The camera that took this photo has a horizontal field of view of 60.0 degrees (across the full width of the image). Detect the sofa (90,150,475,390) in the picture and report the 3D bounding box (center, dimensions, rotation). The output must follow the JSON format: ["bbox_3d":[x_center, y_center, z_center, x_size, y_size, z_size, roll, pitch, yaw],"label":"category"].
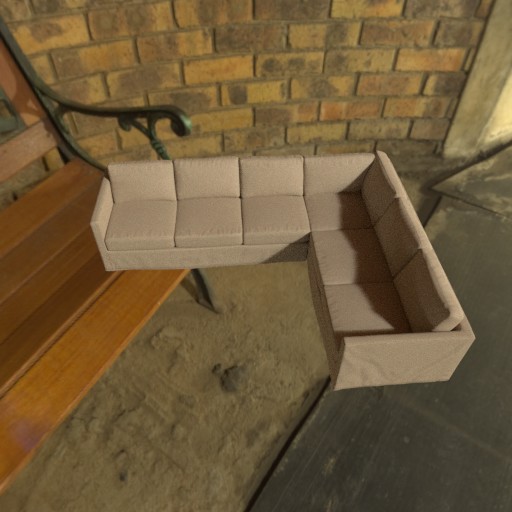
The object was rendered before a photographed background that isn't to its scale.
[{"bbox_3d":[0.000,0.000,4.284,3.182,0.871,2.432,-3,46,-2],"label":"sofa"}]
